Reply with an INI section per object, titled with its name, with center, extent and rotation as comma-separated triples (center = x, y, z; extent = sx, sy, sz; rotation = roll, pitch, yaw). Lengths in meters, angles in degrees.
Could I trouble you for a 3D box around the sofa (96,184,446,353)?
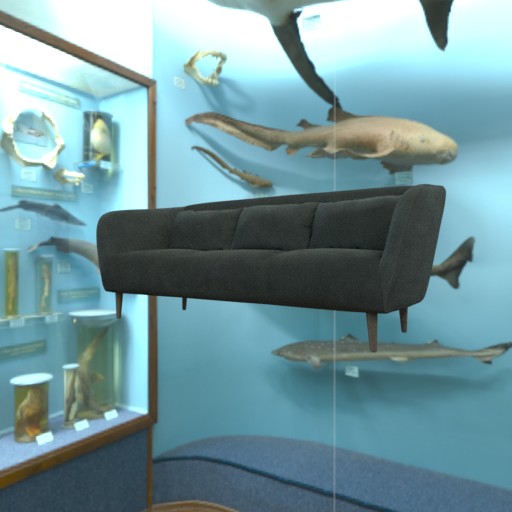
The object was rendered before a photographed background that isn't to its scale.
[sofa]
center = 0.000, 0.000, 2.858
extent = 2.296, 0.875, 0.956
rotation = 0, 0, 35
